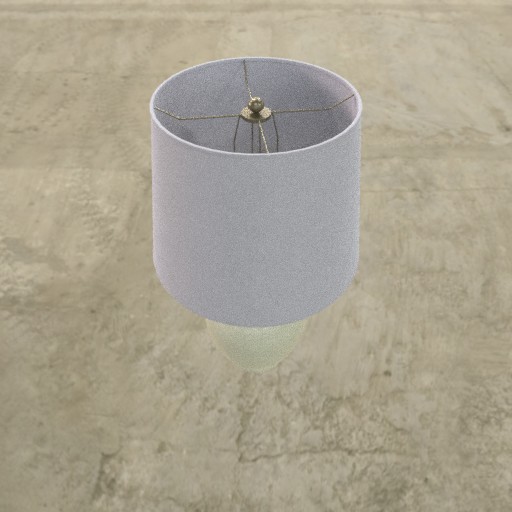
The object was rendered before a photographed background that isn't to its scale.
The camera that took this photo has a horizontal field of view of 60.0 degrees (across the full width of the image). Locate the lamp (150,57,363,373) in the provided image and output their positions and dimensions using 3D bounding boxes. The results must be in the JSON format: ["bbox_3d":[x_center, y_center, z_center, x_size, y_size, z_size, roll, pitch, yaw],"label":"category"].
[{"bbox_3d":[0.000,0.000,0.537,0.239,0.399,0.239,0,45,0],"label":"lamp"}]
